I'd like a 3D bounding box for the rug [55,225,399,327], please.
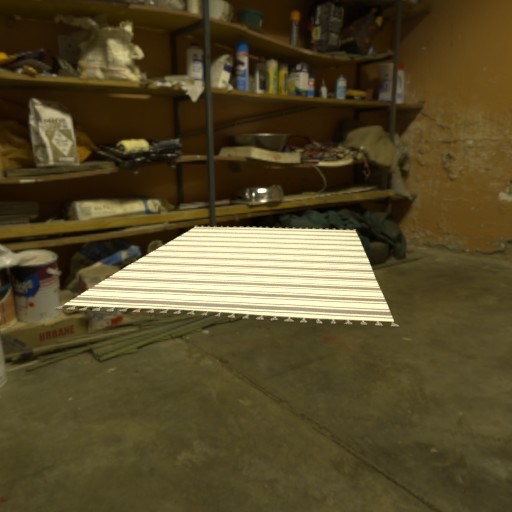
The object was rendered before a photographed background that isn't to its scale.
[{"bbox_3d":[0.000,0.000,3.125,1.563,0.014,2.425,2,13,8],"label":"rug"}]
